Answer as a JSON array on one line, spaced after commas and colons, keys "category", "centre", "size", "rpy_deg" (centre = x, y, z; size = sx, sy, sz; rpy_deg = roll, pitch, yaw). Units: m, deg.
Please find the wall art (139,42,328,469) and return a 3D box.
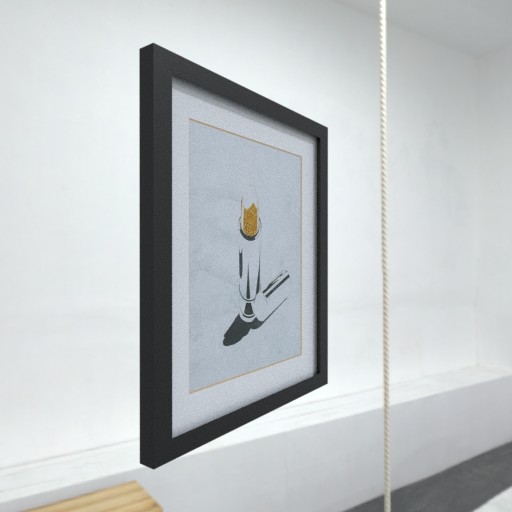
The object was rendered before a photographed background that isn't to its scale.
[{"category": "wall art", "centre": [0.000, 0.000, 0.533], "size": [0.019, 0.381, 0.330], "rpy_deg": [0, 0, 37]}]
